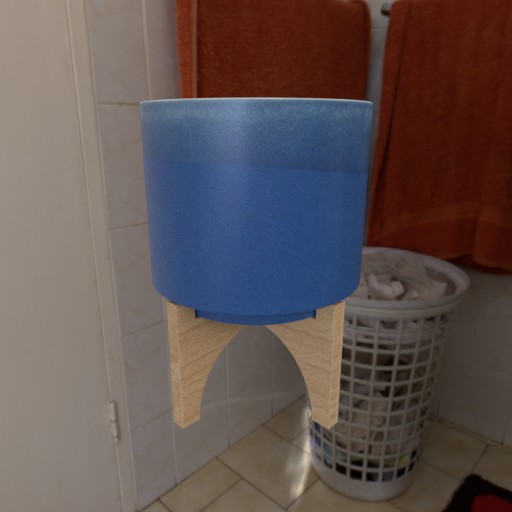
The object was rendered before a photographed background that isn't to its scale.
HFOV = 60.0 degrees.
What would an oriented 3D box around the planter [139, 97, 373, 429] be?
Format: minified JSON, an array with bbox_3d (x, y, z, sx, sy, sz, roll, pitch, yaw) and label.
[{"bbox_3d":[0.000,0.000,0.564,0.261,0.367,0.261,0,17,0],"label":"planter"}]
